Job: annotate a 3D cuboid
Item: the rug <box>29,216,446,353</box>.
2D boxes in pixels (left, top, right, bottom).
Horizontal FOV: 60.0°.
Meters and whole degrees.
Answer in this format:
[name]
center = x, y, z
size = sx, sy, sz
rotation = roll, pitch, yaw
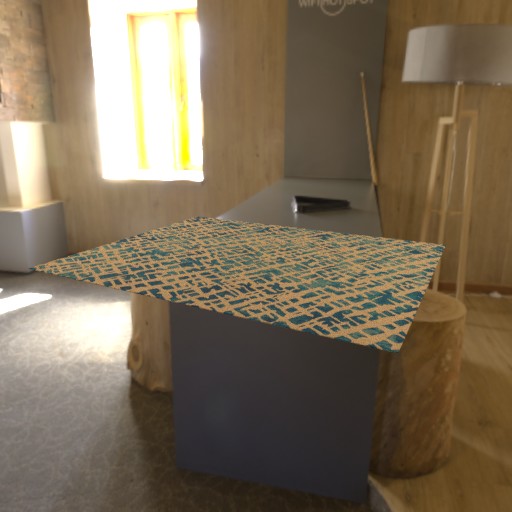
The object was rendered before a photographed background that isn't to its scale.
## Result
[rug]
center = 0.000, 0.000, 4.051
size = 3.007, 0.007, 2.435
rotation = 9, 19, 27
